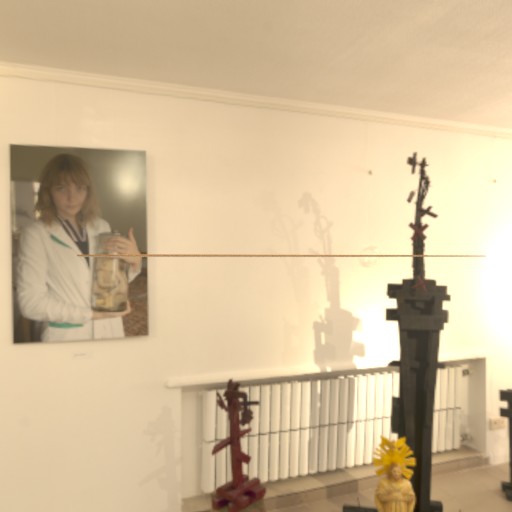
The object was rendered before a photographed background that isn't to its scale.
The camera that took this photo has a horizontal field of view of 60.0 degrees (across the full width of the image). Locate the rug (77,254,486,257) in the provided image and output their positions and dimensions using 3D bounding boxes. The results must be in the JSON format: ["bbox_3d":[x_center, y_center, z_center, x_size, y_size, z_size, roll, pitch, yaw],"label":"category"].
[{"bbox_3d":[0.000,0.000,4.183,3.048,0.014,2.438,0,0,-20],"label":"rug"}]
